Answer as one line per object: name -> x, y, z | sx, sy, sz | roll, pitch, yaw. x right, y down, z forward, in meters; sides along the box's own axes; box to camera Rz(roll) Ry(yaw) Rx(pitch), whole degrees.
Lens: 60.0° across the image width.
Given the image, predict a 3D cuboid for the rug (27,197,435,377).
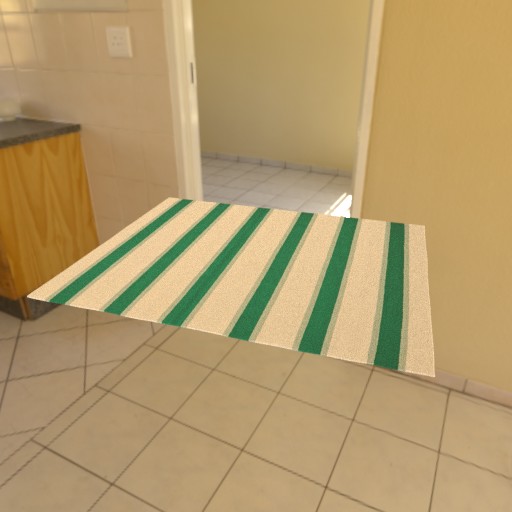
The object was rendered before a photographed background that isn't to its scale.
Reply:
rug -> 0.000, 0.000, 4.127 | 3.041, 0.019, 2.434 | 8, 28, 15
